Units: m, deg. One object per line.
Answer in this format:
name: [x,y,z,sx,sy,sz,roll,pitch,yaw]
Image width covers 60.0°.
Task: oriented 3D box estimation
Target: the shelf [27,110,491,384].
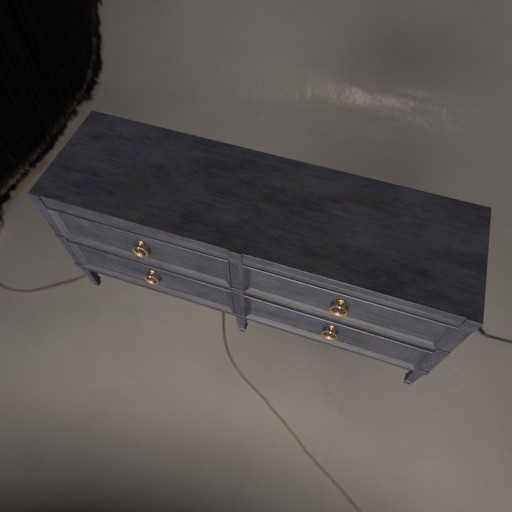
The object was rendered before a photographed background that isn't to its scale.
shelf: [0.000,0.000,1.866,1.575,0.719,0.479,16,60,10]
